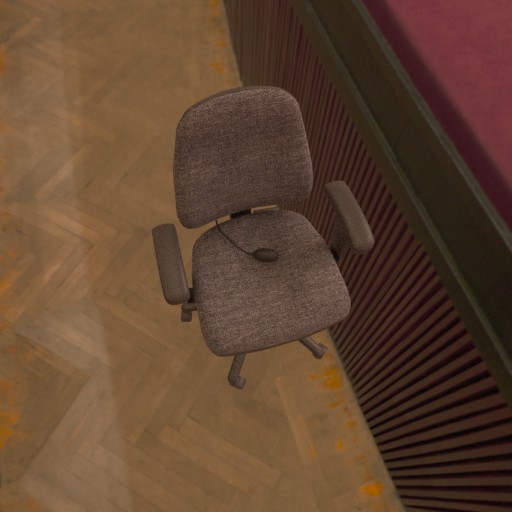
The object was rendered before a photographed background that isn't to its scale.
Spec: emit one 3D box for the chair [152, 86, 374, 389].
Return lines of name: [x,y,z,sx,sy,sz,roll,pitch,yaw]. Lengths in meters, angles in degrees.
chair: [0.000,0.000,1.259,0.550,0.910,0.530,-15,64,-8]
